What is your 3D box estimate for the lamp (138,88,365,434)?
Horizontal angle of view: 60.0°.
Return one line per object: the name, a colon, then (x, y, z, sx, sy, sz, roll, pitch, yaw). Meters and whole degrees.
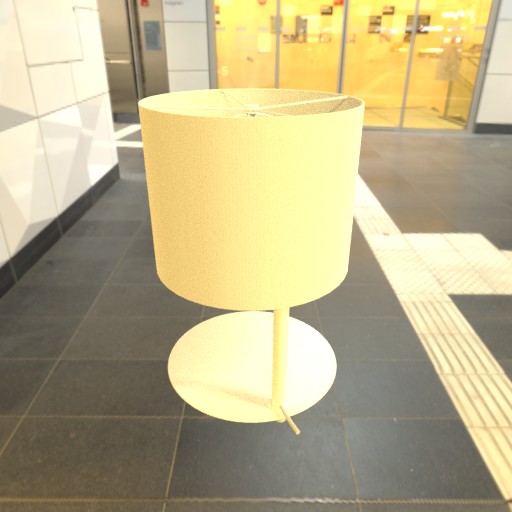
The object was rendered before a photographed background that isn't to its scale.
lamp: (0.000, 0.000, 0.684, 0.299, 0.454, 0.341, -9, 27, -17)
